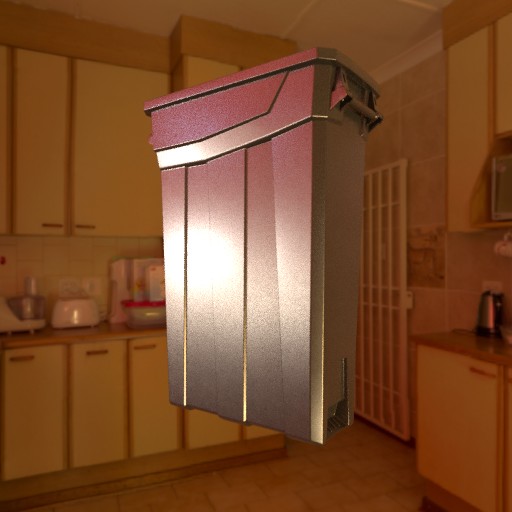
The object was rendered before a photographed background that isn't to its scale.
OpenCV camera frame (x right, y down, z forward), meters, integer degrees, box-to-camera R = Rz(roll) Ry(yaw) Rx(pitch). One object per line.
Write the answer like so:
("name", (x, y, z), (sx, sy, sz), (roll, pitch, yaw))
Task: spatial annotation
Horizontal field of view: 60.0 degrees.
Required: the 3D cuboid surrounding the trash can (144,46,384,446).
("trash can", (0.000, 0.000, 1.062), (0.559, 0.762, 0.281), (0, -1, 36))
